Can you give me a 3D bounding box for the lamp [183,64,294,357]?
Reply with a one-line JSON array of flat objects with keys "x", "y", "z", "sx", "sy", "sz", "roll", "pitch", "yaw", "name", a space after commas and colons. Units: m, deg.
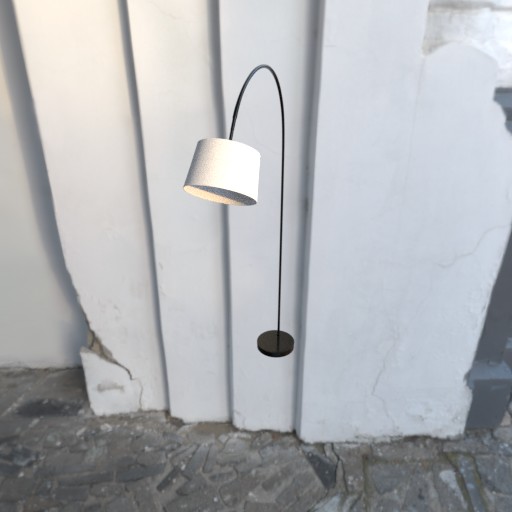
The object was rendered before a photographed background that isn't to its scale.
[{"x": 0.000, "y": 0.000, "z": 2.661, "sx": 0.331, "sy": 2.104, "sz": 1.363, "roll": 8, "pitch": 27, "yaw": 15, "name": "lamp"}]
